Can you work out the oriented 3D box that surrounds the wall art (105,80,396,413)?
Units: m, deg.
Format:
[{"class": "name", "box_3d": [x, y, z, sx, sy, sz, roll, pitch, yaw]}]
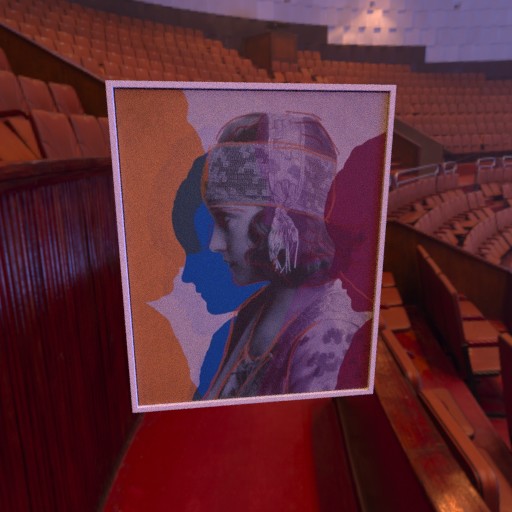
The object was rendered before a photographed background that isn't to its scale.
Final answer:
[{"class": "wall art", "box_3d": [0.000, 0.000, 0.754, 0.443, 0.549, 0.030, -2, 15, -8]}]
